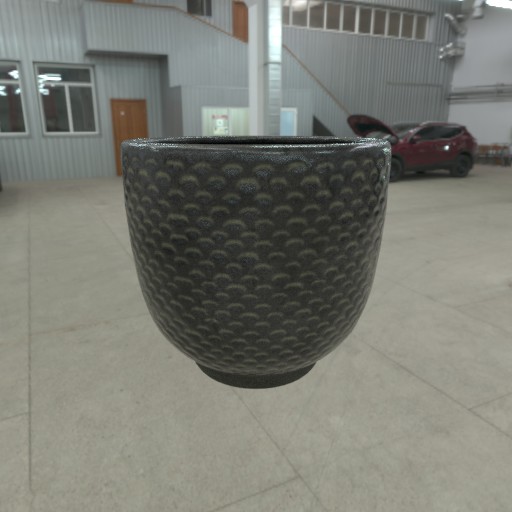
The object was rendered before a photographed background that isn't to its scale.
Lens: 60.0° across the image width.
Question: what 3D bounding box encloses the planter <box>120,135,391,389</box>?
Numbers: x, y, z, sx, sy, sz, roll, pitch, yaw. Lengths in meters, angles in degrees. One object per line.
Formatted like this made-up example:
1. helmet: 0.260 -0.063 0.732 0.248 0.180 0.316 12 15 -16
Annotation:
1. planter: 0.000 0.000 0.313 0.172 0.160 0.172 0 17 0
